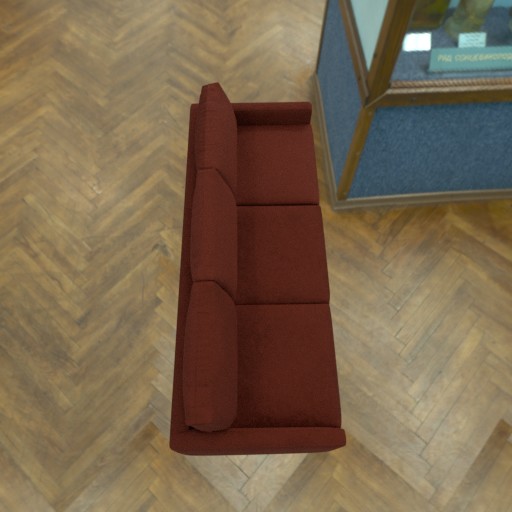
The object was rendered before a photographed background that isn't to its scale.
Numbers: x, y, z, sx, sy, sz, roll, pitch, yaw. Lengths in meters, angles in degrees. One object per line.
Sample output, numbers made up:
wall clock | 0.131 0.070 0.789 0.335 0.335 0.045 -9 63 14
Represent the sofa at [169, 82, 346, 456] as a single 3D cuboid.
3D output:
sofa | 0.000 0.000 2.760 0.875 0.879 2.252 -1 63 -1
